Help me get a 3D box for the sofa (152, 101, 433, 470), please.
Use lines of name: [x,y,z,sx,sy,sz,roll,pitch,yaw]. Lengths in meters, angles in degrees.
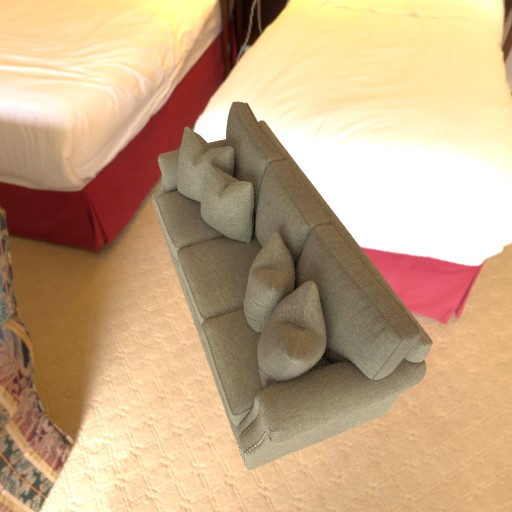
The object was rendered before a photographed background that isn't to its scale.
sofa: [0.000,0.000,2.834,0.965,0.975,2.312,-16,49,-14]
